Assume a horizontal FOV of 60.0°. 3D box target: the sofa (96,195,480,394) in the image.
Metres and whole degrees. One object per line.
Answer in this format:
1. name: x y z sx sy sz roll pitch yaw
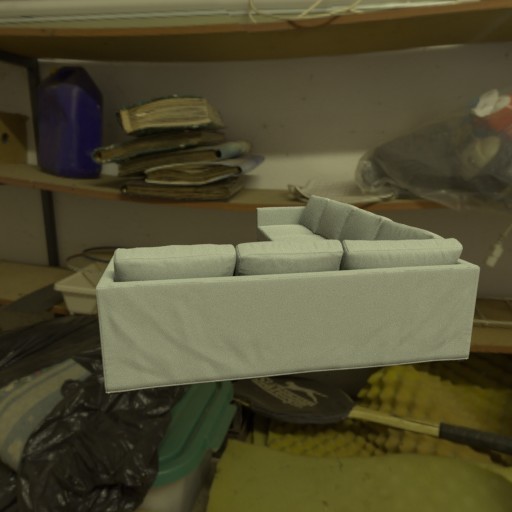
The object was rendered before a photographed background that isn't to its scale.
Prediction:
1. sofa: 0.000 0.000 4.250 2.432 0.871 3.182 -3 14 -10
